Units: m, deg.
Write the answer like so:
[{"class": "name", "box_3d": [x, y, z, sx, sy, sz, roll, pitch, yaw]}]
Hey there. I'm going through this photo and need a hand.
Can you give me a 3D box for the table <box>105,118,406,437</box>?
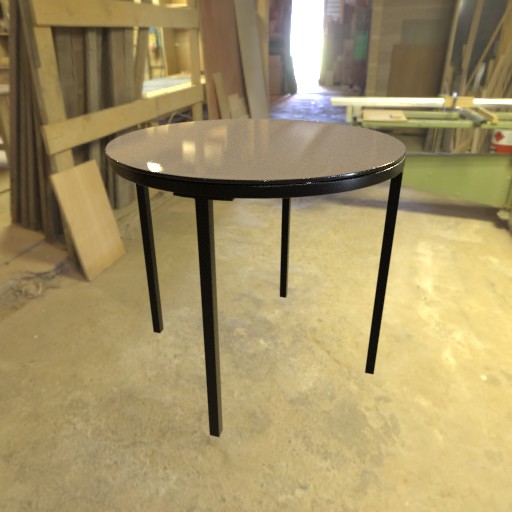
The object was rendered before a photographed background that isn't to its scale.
[{"class": "table", "box_3d": [0.000, 0.000, 0.862, 0.499, 0.443, 0.499, 0, 26, 0]}]
